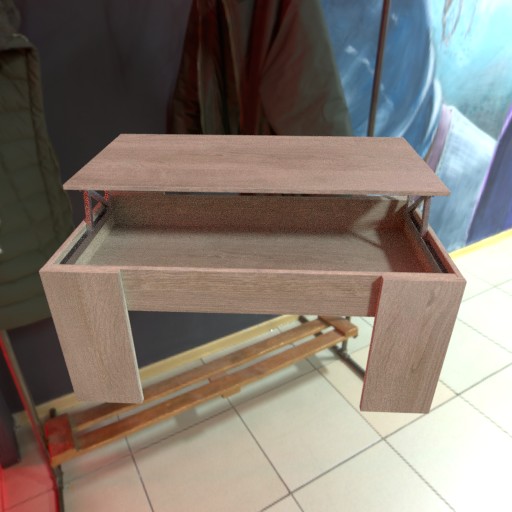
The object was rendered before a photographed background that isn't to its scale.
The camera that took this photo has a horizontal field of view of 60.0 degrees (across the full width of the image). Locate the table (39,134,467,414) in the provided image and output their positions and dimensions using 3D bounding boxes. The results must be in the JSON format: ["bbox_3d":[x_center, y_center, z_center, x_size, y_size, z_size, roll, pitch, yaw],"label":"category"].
[{"bbox_3d":[0.000,0.000,1.405,1.000,0.570,0.711,1,31,2],"label":"table"}]
